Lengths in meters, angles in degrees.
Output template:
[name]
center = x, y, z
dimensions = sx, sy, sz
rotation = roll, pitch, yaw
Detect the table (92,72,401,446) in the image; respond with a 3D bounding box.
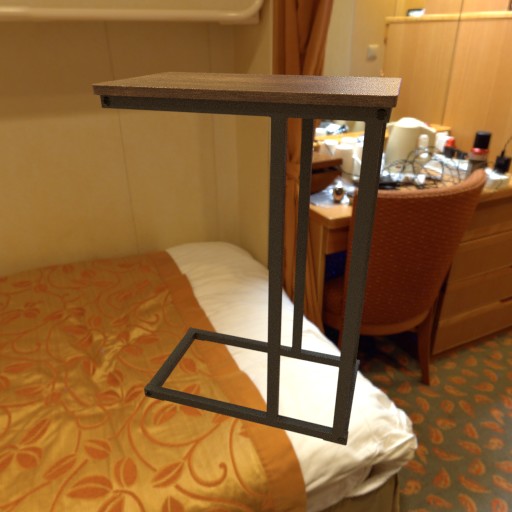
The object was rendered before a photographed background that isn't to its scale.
[table]
center = 0.000, 0.000, 0.864
dimensions = 0.450, 0.637, 0.254
rotation = 8, 28, 15
